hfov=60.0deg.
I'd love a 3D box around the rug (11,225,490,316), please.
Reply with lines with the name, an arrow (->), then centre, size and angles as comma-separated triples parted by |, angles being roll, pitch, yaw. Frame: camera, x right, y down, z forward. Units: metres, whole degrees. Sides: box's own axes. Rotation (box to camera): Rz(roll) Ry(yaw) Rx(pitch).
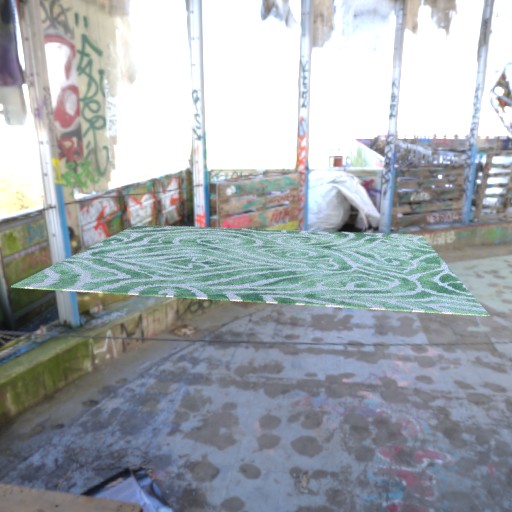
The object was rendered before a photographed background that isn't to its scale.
rug -> 0.000, 0.000, 2.241 | 1.826, 0.006, 1.220 | 3, 16, 9
